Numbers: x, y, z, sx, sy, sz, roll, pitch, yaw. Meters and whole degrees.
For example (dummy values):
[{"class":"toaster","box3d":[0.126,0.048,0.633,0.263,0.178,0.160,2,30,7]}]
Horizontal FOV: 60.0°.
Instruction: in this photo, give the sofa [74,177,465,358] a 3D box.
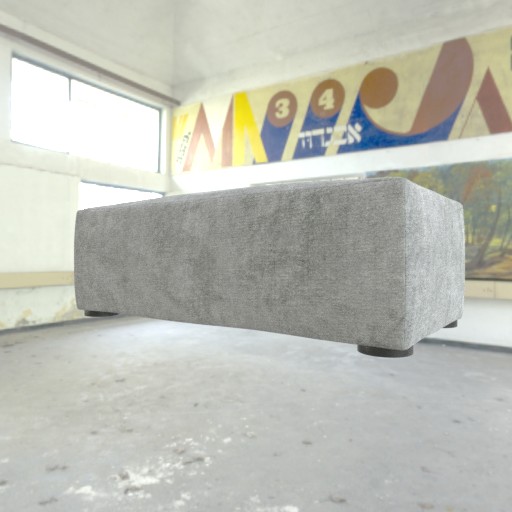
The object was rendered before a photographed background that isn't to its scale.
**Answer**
[{"class":"sofa","box3d":[0.000,0.000,1.154,0.930,0.330,0.480,0,0,36]}]
